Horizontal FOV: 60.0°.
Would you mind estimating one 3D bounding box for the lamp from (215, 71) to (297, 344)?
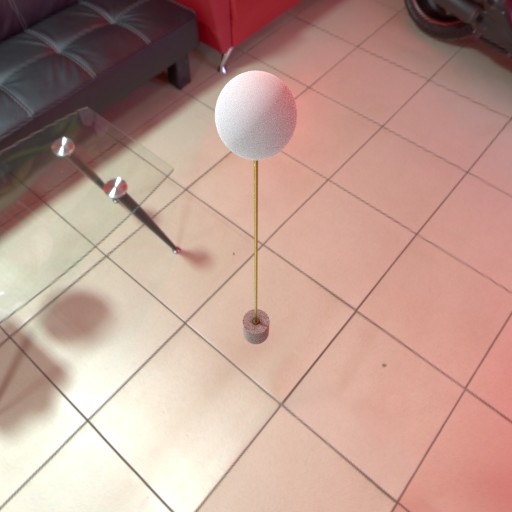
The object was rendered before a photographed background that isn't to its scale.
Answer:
[{"bbox_3d":[0.000,0.000,1.883,0.229,1.748,0.229,-15,60,-9],"label":"lamp"}]
